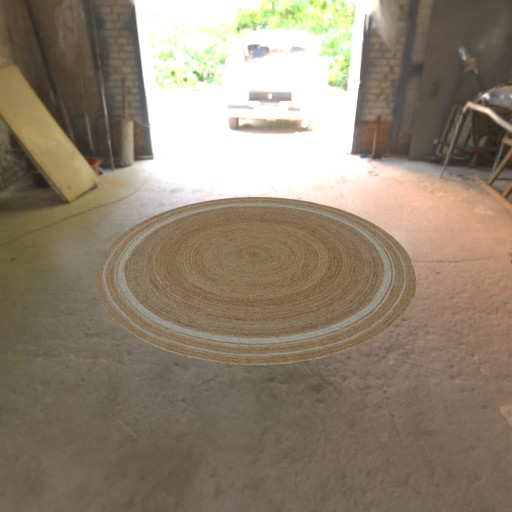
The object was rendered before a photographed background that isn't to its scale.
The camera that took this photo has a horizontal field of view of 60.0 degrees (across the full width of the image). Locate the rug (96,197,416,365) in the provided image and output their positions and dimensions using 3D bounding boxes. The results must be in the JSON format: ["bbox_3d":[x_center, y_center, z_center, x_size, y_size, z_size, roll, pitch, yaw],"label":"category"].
[{"bbox_3d":[0.000,0.000,3.548,2.444,0.015,2.444,0,30,0],"label":"rug"}]
